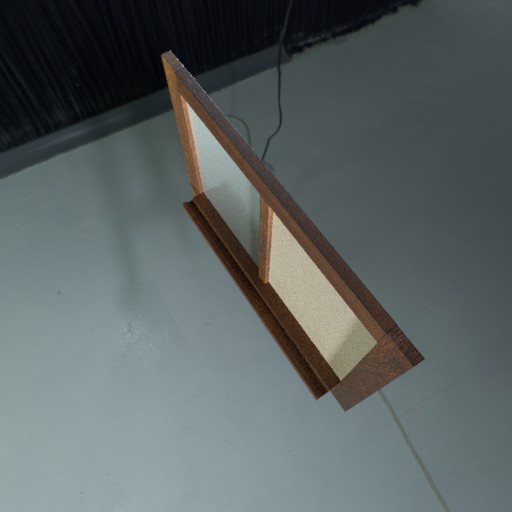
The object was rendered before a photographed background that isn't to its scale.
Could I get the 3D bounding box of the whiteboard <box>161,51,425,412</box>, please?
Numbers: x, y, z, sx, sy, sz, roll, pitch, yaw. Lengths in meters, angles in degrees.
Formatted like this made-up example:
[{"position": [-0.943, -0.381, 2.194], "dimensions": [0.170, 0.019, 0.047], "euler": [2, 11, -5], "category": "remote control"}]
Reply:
[{"position": [0.000, 0.000, 1.039], "dimensions": [0.083, 0.559, 0.783], "euler": [-31, 68, -14], "category": "whiteboard"}]
